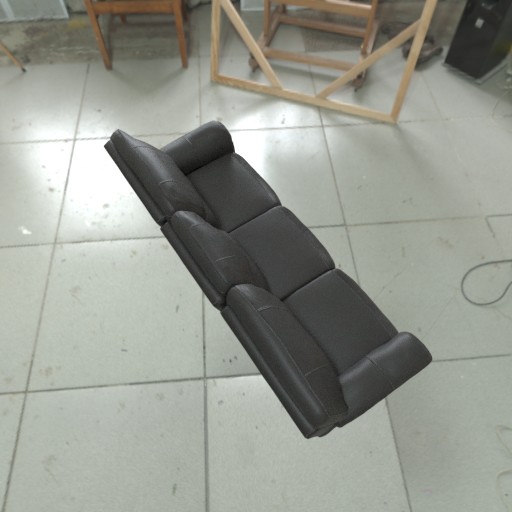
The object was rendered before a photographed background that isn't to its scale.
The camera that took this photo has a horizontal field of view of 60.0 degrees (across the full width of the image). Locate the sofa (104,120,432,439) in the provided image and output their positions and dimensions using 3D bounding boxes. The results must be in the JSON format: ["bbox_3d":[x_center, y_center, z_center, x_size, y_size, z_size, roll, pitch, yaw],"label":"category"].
[{"bbox_3d":[0.000,0.000,3.296,1.104,1.134,2.627,-30,63,-17],"label":"sofa"}]
